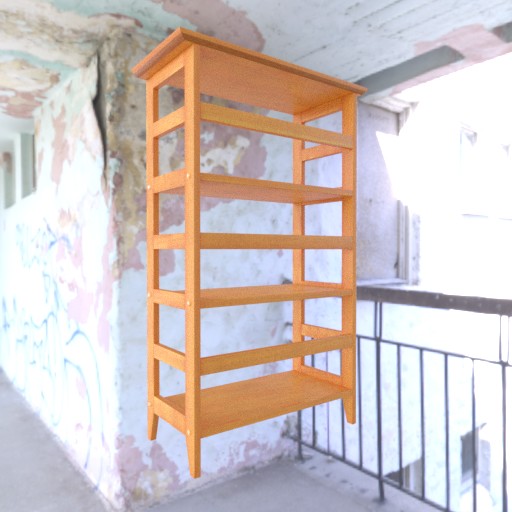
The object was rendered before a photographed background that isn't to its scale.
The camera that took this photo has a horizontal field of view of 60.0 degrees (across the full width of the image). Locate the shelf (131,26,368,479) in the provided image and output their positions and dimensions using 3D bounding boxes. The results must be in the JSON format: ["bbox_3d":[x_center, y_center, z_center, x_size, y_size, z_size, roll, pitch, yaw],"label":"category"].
[{"bbox_3d":[0.000,0.000,1.347,0.660,1.067,0.305,-1,1,-36],"label":"shelf"}]
